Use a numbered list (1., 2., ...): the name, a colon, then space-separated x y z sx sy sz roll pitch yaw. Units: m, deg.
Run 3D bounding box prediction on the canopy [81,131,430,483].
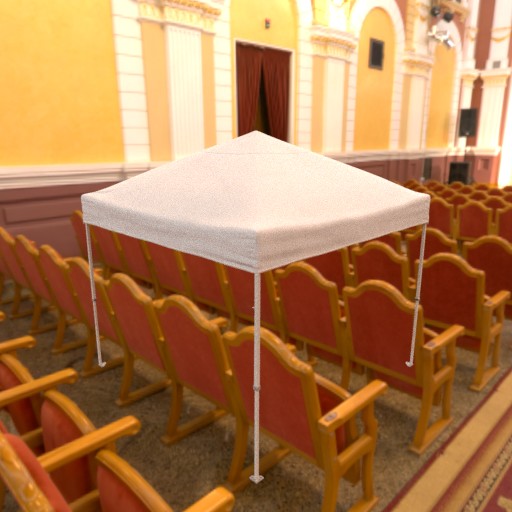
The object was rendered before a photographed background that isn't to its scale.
1. canopy: 0.000 0.000 5.508 2.998 2.997 2.996 15 21 43
